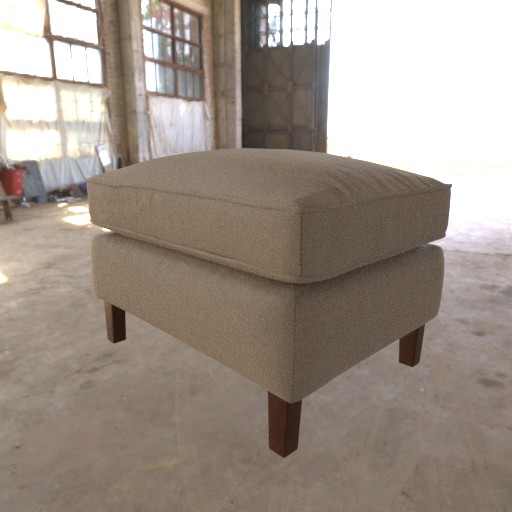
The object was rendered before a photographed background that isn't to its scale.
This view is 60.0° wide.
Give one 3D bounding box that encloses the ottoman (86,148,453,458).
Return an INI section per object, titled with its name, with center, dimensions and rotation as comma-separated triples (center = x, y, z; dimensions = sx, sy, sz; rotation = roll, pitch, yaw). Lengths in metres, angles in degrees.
[ottoman]
center = 0.000, 0.000, 0.968
dimensions = 0.501, 0.456, 0.665
rotation = -13, 20, -42
